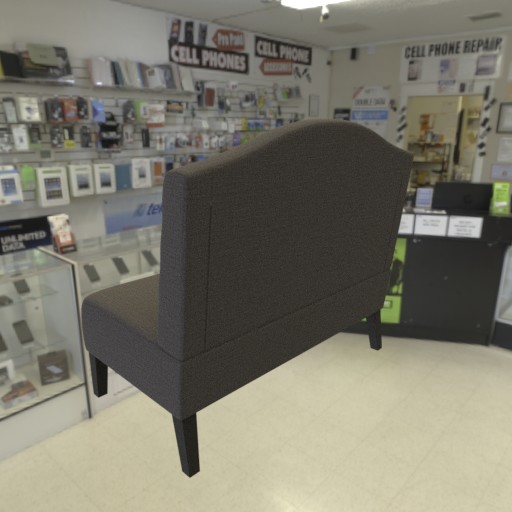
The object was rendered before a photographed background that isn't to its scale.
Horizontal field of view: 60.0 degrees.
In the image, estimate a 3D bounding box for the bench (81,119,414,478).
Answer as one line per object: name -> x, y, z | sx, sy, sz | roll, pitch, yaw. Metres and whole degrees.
bench -> 0.000, 0.000, 2.006 | 0.815, 1.180, 1.335 | 16, 23, 42
